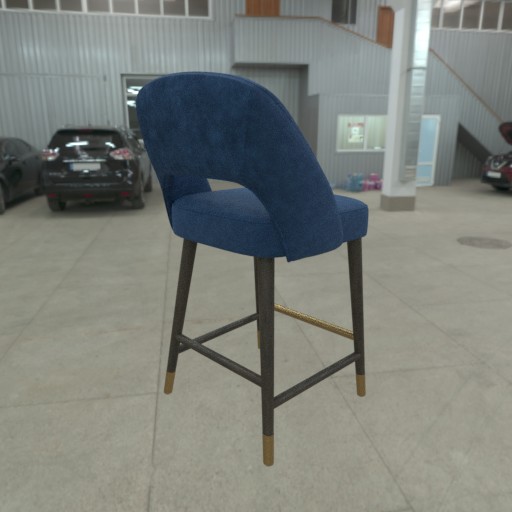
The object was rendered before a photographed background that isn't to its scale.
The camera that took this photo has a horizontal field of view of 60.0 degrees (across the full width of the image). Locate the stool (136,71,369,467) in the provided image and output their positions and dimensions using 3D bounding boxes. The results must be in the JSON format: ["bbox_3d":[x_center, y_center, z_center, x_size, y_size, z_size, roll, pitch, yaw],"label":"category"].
[{"bbox_3d":[0.000,0.000,1.253,0.524,0.925,0.536,-15,22,-43],"label":"stool"}]
